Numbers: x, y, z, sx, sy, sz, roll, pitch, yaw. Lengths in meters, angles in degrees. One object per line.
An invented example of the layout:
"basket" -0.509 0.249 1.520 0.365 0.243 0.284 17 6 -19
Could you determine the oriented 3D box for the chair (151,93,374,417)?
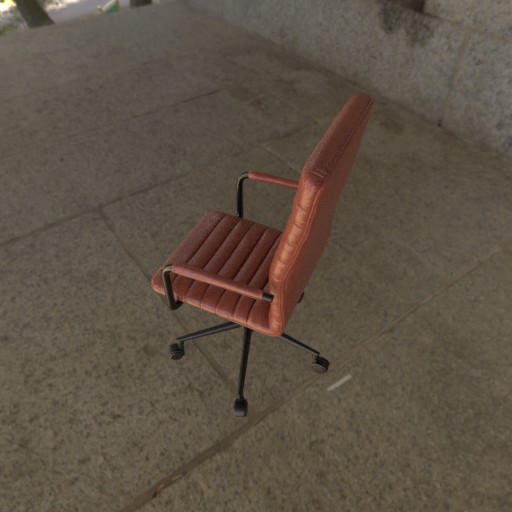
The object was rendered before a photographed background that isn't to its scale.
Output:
"chair" 0.000 0.000 1.371 0.580 0.979 0.608 18 48 17
